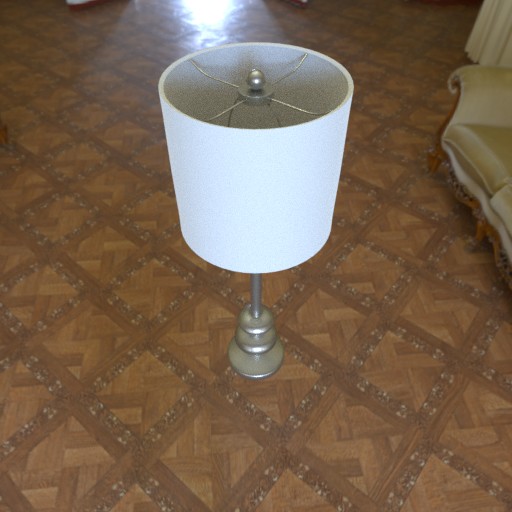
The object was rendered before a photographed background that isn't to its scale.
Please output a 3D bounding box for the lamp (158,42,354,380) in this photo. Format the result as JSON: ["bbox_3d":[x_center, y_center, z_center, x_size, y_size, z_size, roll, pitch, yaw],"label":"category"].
[{"bbox_3d":[0.000,0.000,0.820,0.254,0.690,0.254,30,53,25],"label":"lamp"}]
